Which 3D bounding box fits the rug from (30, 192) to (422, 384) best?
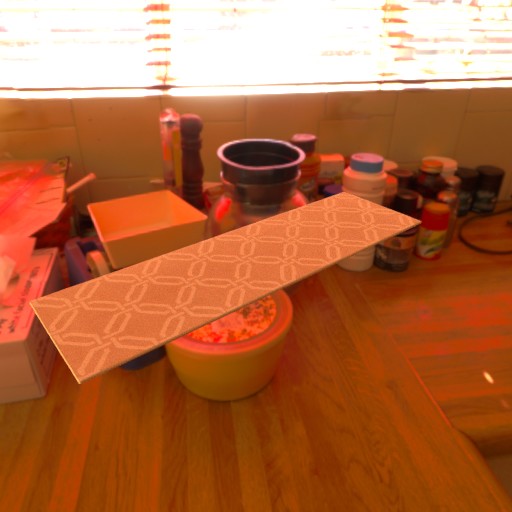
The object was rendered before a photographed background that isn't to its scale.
[{"bbox_3d":[0.000,0.000,2.537,2.276,0.014,0.678,-22,36,-33],"label":"rug"}]
